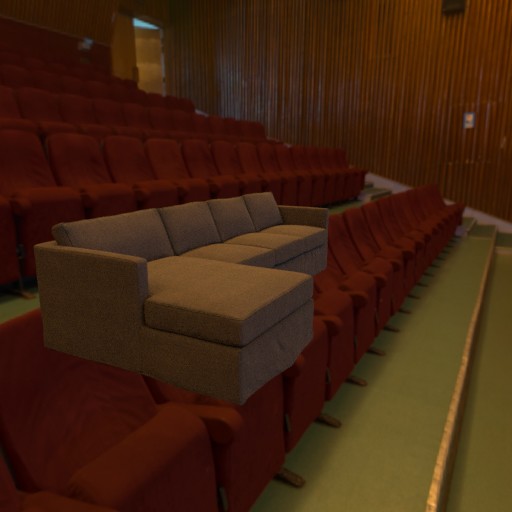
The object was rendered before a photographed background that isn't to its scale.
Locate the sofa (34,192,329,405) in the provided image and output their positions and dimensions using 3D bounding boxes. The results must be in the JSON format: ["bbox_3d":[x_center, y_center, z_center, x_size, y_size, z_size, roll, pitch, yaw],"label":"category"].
[{"bbox_3d":[0.000,0.000,3.941,1.650,0.922,3.205,7,14,28],"label":"sofa"}]
